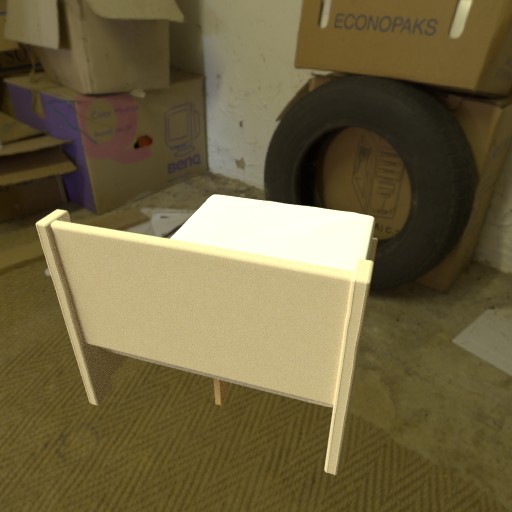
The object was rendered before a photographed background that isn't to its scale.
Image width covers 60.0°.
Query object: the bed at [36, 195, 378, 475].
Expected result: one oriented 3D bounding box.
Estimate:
[{"bbox_3d":[0.000,0.000,3.465,1.778,1.471,2.293,10,34,15],"label":"bed"}]
